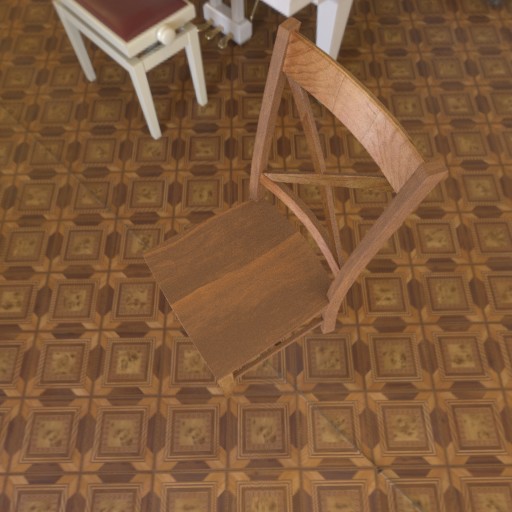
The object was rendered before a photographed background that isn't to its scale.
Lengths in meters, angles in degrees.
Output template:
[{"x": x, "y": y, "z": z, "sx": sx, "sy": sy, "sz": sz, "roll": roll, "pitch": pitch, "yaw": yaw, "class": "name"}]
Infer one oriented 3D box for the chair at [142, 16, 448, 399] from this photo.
[{"x": 0.000, "y": 0.000, "z": 1.252, "sx": 0.542, "sy": 0.983, "sz": 0.485, "roll": -30, "pitch": 68, "yaw": -14, "class": "chair"}]
